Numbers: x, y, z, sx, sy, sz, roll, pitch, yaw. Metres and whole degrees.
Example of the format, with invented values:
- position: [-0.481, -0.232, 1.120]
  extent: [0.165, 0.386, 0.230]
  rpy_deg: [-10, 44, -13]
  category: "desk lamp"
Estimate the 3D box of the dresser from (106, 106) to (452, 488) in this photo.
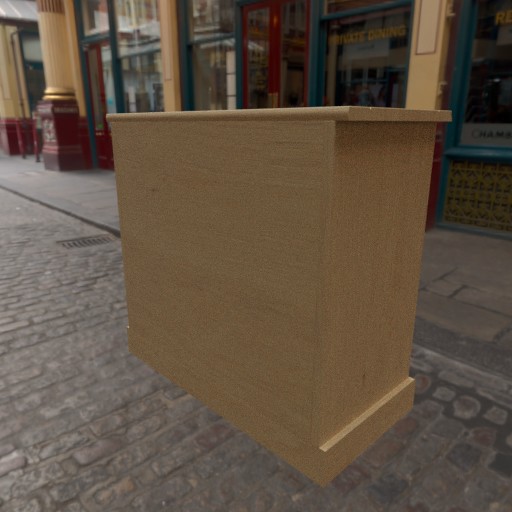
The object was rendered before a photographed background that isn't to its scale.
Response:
- position: [0.000, 0.000, 1.357]
  extent: [0.440, 0.835, 0.915]
  rpy_deg: [-16, 23, -42]
  category: "dresser"
